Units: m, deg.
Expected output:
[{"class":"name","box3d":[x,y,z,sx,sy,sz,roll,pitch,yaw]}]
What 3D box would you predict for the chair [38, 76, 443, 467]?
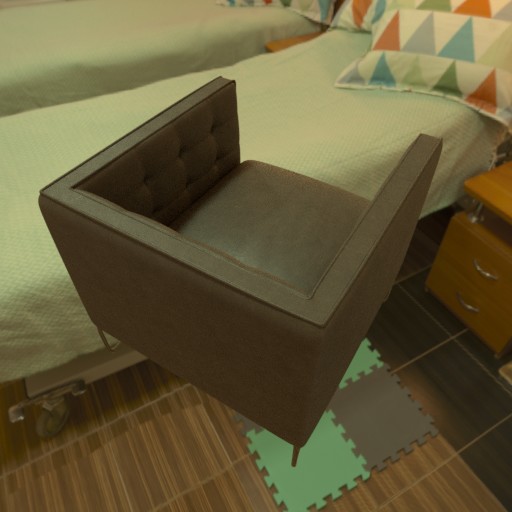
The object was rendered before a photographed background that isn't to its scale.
[{"class":"chair","box3d":[0.000,0.000,1.552,0.880,0.790,0.894,24,50,21]}]
